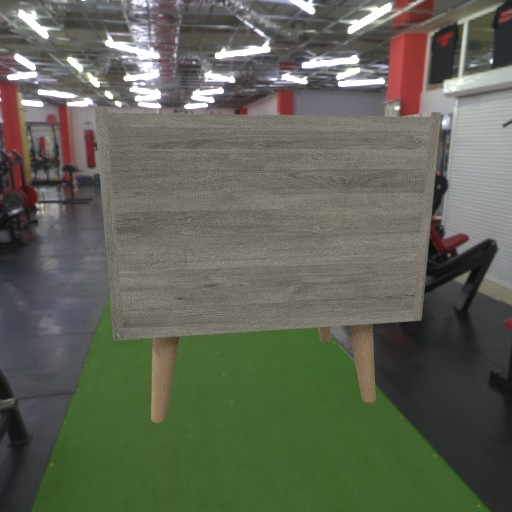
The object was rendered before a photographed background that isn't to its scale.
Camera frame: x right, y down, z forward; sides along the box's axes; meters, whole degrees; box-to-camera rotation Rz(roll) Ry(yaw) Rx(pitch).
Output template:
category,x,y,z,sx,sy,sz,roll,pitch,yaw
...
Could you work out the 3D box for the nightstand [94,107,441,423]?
category,x,y,z,sx,sy,sz,roll,pitch,yaw
nightstand,0.000,0.000,0.844,0.480,0.500,0.380,-2,14,-9
